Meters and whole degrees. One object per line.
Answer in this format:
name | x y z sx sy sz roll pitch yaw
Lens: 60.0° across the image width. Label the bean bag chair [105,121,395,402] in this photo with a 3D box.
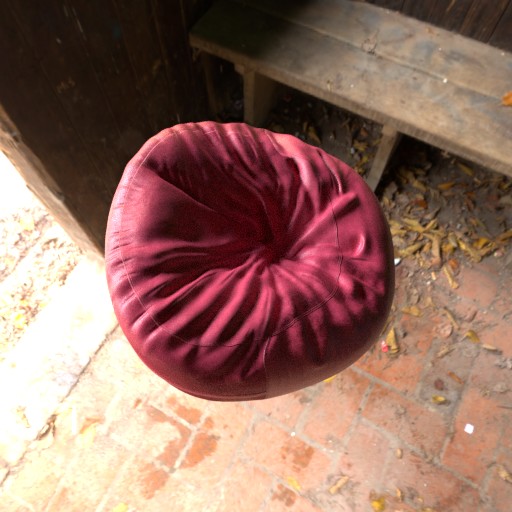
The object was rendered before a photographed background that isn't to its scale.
bean bag chair | 0.000 0.000 2.441 1.524 0.878 1.524 0 65 0
